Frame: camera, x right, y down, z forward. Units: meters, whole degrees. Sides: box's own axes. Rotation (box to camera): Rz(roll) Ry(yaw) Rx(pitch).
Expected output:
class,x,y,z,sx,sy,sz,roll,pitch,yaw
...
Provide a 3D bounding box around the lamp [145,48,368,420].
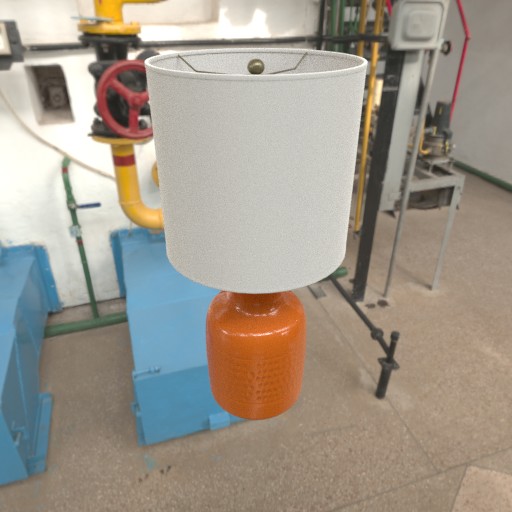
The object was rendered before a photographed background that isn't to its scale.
class,x,y,z,sx,sy,sz,roll,pitch,yaw
lamp,0.000,0.000,1.066,0.418,0.871,0.418,-9,31,-15
